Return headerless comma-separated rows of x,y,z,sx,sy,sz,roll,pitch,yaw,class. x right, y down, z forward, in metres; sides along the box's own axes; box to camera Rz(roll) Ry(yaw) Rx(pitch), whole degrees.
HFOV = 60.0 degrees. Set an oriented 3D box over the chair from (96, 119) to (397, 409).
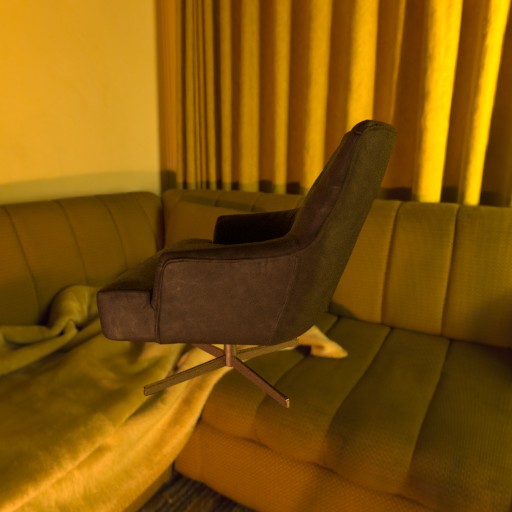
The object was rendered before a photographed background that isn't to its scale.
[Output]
0.000,0.000,1.547,0.874,0.870,0.738,2,14,9,chair
